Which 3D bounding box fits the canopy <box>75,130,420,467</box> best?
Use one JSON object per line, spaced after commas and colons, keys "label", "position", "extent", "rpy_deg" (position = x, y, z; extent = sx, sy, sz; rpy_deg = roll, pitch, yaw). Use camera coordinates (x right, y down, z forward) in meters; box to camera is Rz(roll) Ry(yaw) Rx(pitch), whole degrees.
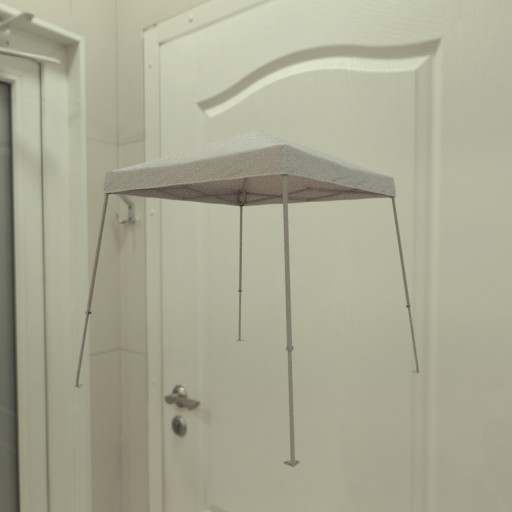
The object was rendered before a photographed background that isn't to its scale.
{"label": "canopy", "position": [0.000, 0.000, 5.083], "extent": [2.849, 2.849, 2.848], "rpy_deg": [2, 3, 37]}
